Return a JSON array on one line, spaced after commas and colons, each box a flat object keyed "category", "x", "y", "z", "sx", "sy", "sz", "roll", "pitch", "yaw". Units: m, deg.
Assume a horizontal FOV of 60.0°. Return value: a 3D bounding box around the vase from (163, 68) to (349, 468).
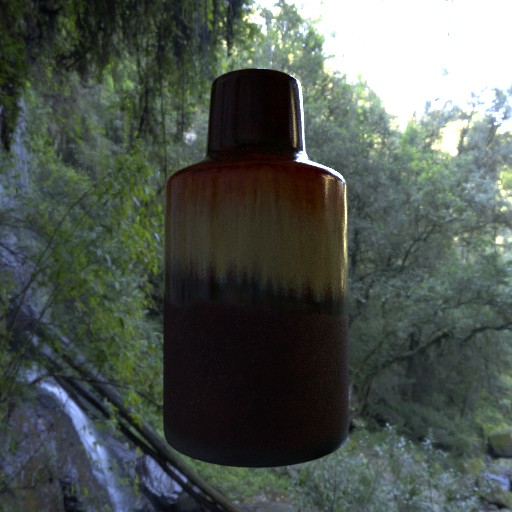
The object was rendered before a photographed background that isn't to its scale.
[{"category": "vase", "x": 0.000, "y": 0.000, "z": 0.264, "sx": 0.108, "sy": 0.204, "sz": 0.108, "roll": 0, "pitch": -1, "yaw": 0}]
